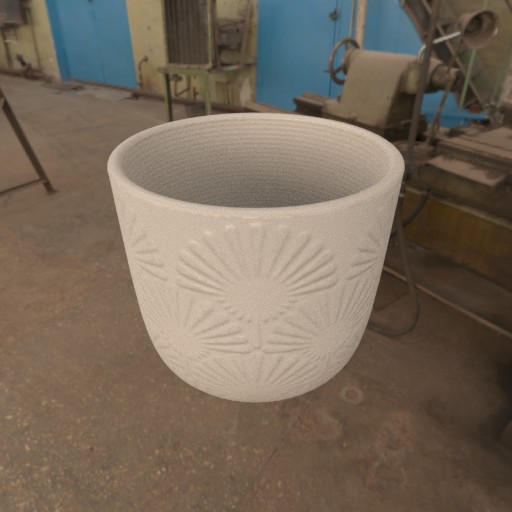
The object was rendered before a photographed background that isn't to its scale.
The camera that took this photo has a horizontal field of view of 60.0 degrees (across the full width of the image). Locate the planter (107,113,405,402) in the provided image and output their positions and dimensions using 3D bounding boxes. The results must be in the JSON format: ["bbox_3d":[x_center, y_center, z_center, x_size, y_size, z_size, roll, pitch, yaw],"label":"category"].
[{"bbox_3d":[0.000,0.000,0.220,0.124,0.109,0.124,0,32,0],"label":"planter"}]
